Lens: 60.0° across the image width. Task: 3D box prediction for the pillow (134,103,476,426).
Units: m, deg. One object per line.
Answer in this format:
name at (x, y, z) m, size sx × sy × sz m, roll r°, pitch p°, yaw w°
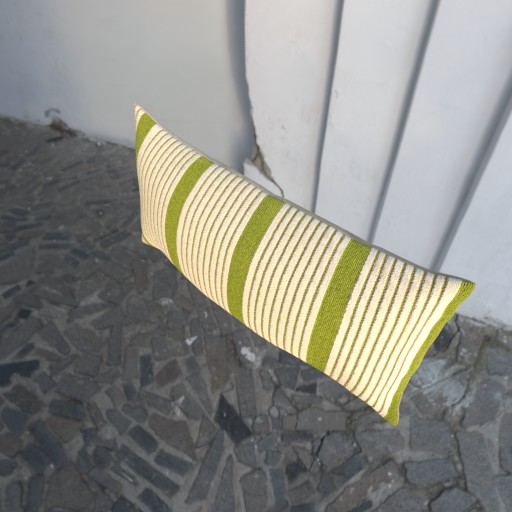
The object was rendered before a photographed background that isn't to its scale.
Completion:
pillow at (0.000, 0.000, 0.716) m, size 0.608 × 0.292 × 0.156 m, roll 33°, pitch 55°, yaw 27°
